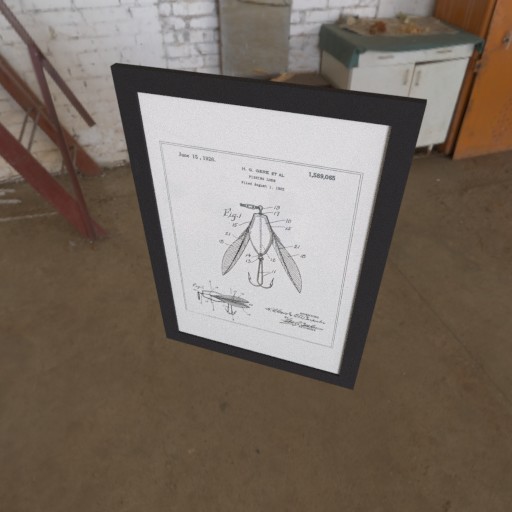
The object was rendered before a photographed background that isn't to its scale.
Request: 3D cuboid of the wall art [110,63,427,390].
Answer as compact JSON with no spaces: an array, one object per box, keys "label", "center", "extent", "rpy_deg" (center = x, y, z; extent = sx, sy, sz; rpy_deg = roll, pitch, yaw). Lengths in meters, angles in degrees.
[{"label":"wall art","center":[0.000,0.000,0.687],"extent":[0.380,0.534,0.013],"rpy_deg":[12,42,14]}]
